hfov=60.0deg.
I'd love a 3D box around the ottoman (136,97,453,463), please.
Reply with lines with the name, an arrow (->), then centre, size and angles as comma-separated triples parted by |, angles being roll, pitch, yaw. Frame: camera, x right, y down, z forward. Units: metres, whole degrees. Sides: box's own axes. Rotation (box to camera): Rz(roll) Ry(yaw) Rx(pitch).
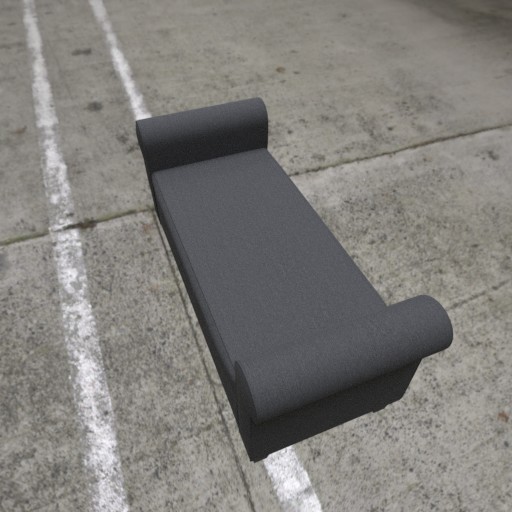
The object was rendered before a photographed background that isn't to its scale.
ottoman -> 0.000, 0.000, 1.542 | 0.521, 0.547, 1.256 | -16, 48, -15
